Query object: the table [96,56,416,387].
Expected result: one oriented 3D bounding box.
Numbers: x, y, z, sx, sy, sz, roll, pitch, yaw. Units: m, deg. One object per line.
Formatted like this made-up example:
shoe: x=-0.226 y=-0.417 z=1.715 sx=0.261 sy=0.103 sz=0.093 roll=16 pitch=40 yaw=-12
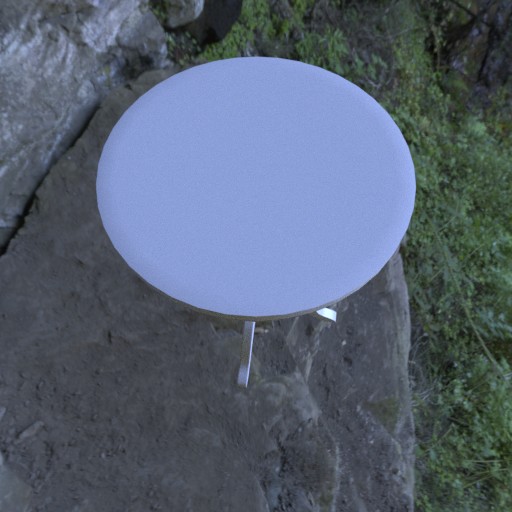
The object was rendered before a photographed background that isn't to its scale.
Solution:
table: x=0.000 y=0.000 z=1.010 sx=0.513 sy=0.653 sz=0.513 roll=0 pitch=63 yaw=0
